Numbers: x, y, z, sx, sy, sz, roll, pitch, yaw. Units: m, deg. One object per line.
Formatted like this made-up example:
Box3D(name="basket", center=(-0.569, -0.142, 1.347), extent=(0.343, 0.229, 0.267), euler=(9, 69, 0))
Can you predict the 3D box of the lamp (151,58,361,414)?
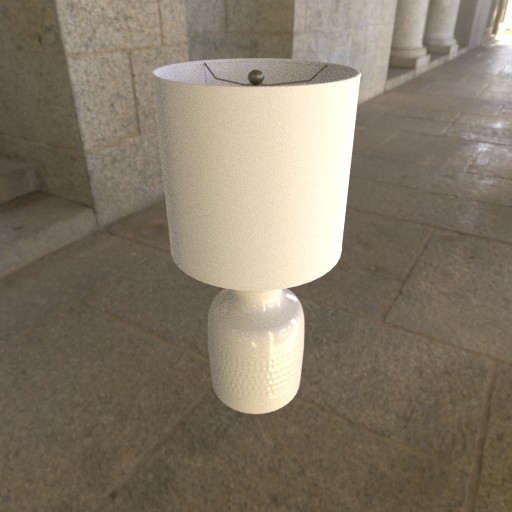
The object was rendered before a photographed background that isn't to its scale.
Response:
Box3D(name="lamp", center=(0.000, 0.000, 0.502), extent=(0.188, 0.392, 0.188), euler=(1, 30, 1))
